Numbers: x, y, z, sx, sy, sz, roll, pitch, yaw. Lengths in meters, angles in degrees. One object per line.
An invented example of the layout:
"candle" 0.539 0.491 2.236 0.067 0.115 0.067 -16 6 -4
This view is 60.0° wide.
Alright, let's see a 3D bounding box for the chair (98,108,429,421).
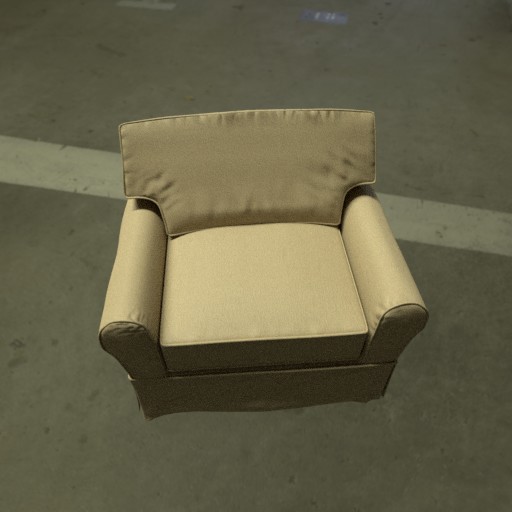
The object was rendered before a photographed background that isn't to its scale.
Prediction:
"chair" 0.000 0.000 1.778 1.096 0.937 0.903 -3 47 -3
